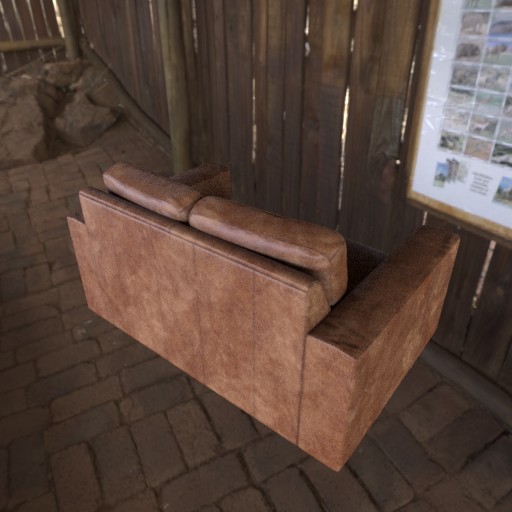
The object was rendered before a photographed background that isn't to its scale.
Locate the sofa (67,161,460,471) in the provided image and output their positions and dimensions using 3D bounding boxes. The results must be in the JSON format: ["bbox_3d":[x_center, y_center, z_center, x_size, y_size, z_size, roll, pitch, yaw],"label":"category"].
[{"bbox_3d":[0.000,0.000,2.218,1.626,0.889,1.041,22,38,32],"label":"sofa"}]
